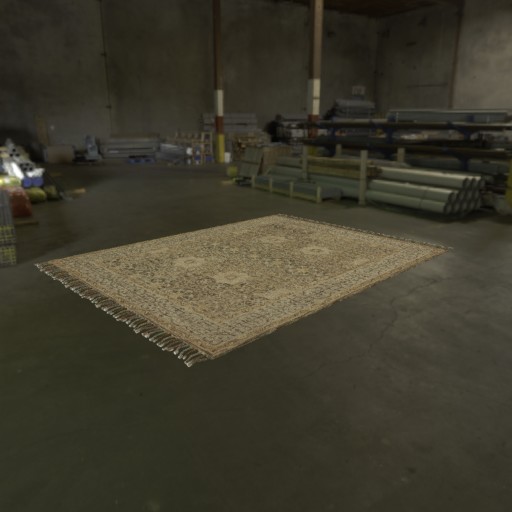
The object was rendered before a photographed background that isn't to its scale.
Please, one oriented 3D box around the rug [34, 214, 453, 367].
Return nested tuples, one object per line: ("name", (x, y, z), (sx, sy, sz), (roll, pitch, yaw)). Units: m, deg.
("rug", (0.000, 0.000, 4.259), (3.291, 0.017, 2.431), (-16, 23, -42))
